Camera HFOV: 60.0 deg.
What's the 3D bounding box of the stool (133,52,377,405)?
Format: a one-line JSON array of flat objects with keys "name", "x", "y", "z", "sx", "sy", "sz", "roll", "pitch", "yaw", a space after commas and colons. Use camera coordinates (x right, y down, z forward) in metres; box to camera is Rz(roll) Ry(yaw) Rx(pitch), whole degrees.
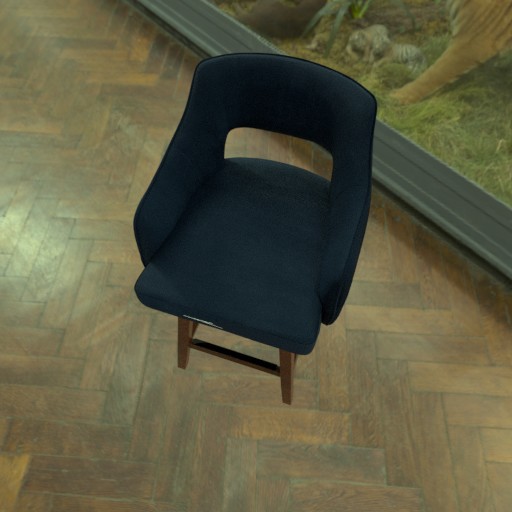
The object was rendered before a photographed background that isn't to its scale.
[{"name": "stool", "x": 0.000, "y": 0.000, "z": 1.295, "sx": 0.550, "sy": 0.940, "sz": 0.560, "roll": 16, "pitch": 59, "yaw": 10}]
